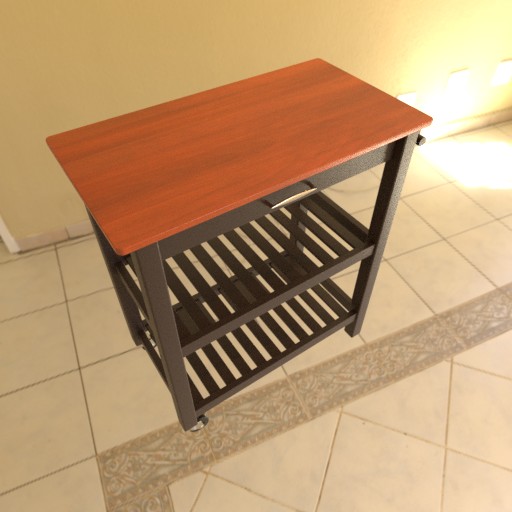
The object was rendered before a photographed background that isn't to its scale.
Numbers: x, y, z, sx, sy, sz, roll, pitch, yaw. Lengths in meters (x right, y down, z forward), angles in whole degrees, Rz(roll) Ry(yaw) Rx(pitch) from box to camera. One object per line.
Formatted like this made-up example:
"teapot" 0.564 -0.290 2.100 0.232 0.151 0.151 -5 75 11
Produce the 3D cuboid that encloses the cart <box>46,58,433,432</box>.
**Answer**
"cart" 0.000 0.000 1.420 0.899 0.927 0.457 -26 51 -23
